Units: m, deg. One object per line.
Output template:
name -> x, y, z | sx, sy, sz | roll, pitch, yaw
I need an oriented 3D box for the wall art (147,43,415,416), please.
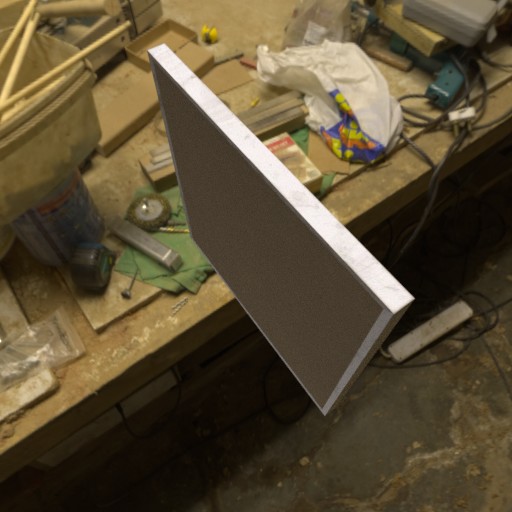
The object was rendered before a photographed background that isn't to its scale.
wall art -> 0.000, 0.000, 0.761 | 0.029, 0.506, 0.508 | -31, 64, -17
